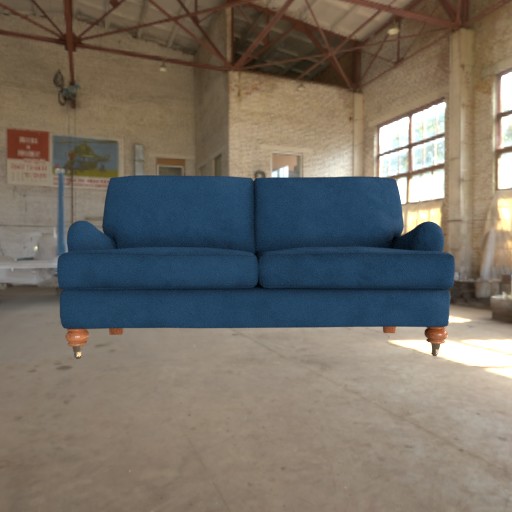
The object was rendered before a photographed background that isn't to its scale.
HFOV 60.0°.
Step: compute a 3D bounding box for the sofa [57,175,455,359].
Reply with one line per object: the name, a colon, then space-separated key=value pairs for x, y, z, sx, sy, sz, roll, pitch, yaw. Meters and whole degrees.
sofa: x=0.000 y=0.000 z=2.817 sx=2.141 sy=1.101 sz=1.084 roll=0 pitch=1 yaw=-2
